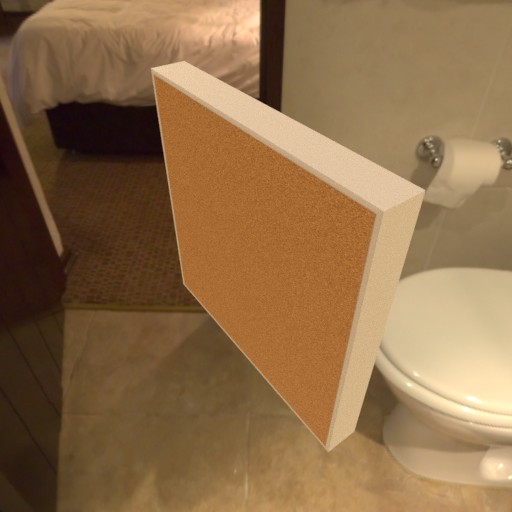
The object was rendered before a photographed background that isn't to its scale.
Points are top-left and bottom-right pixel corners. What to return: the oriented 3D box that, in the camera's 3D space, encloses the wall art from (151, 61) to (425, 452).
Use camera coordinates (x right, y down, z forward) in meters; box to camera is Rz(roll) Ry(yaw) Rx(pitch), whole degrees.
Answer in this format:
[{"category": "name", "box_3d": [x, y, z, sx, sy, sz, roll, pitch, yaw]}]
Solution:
[{"category": "wall art", "box_3d": [0.000, 0.000, 0.460, 0.038, 0.304, 0.305, -26, 47, -26]}]
